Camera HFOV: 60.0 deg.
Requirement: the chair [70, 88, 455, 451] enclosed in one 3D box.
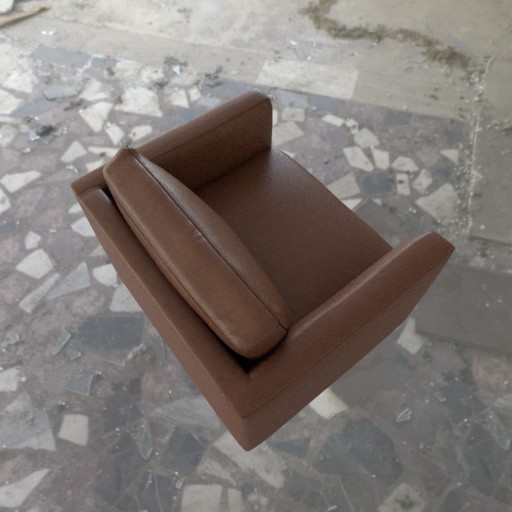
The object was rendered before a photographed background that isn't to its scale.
[{"bbox_3d":[0.000,0.000,1.829,0.959,0.917,1.107,-34,65,-19],"label":"chair"}]
